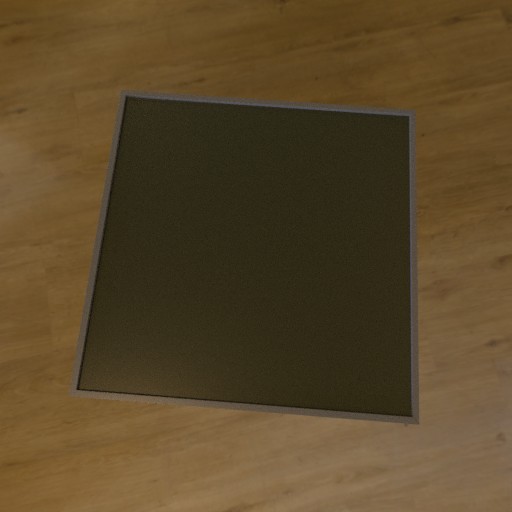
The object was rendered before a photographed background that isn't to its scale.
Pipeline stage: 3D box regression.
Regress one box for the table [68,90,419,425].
[{"bbox_3d":[0.000,0.000,1.250,0.801,0.299,0.801,4,76,1],"label":"table"}]
